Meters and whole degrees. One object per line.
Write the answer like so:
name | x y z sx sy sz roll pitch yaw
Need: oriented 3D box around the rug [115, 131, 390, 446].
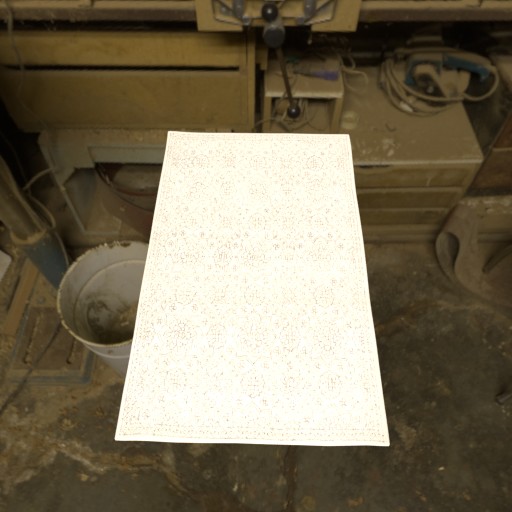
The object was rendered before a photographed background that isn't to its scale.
rug | 0.000 0.000 3.076 1.518 0.023 2.434 1 58 1
